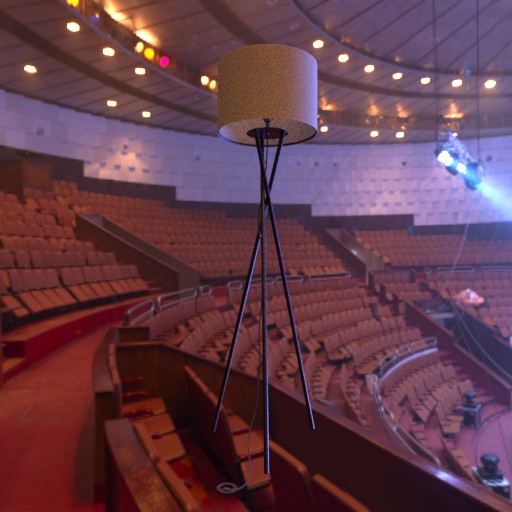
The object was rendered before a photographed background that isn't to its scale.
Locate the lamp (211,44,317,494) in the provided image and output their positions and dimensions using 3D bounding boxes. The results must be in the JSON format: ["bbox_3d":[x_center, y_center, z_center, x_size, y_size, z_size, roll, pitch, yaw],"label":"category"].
[{"bbox_3d":[0.000,0.000,1.902,0.667,1.624,0.522,1,-1,-37],"label":"lamp"}]
